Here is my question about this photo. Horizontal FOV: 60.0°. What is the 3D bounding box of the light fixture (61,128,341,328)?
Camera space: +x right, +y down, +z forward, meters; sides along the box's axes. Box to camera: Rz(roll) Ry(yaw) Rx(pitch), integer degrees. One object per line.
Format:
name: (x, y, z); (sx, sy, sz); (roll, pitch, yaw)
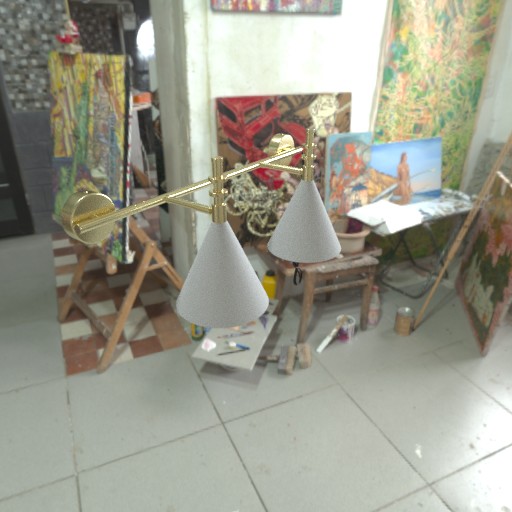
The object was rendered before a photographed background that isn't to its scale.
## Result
light fixture: (0.000, 0.000, 0.884); (0.239, 0.468, 0.642); (18, 32, 32)
